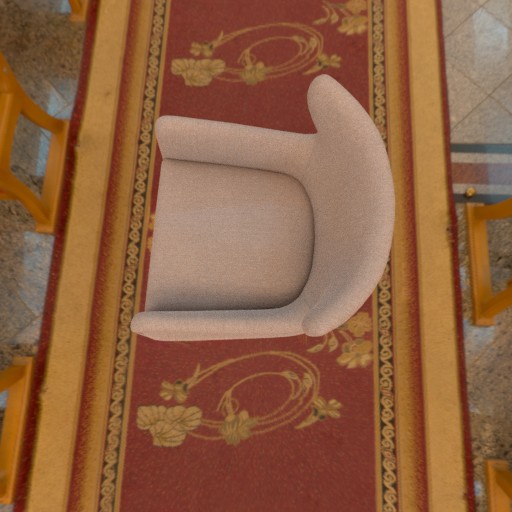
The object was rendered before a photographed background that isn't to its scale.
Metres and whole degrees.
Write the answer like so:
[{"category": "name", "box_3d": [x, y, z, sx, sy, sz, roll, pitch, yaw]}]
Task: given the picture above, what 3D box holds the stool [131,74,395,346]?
[{"category": "stool", "box_3d": [0.000, 0.000, 1.391, 0.575, 1.047, 0.575, 3, 75, 1]}]
